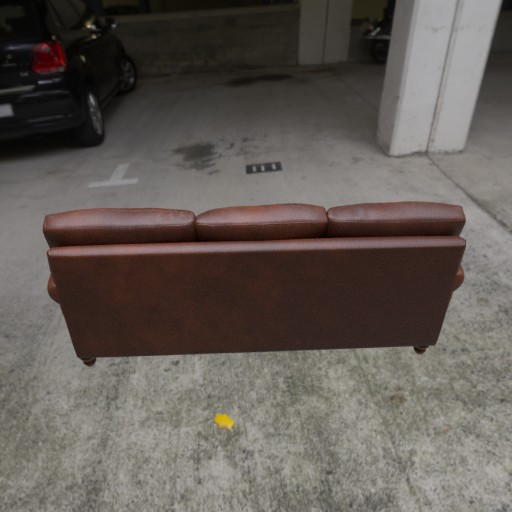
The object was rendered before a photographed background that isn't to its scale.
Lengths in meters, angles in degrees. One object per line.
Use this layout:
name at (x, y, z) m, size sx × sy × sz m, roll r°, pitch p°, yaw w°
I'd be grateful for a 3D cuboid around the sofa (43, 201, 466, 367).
sofa at (0.000, 0.000, 2.830) m, size 2.351 × 0.977 × 0.973 m, roll -2°, pitch 32°, yaw -2°
